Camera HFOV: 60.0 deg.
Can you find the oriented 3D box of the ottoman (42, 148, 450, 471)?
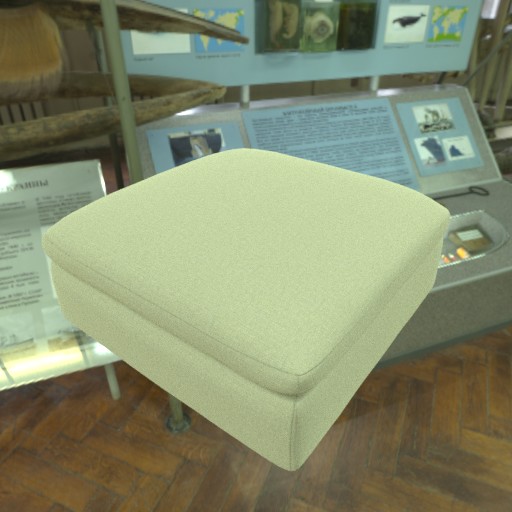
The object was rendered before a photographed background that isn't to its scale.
[{"bbox_3d":[0.000,0.000,1.484,0.977,0.467,0.996,22,39,31],"label":"ottoman"}]
